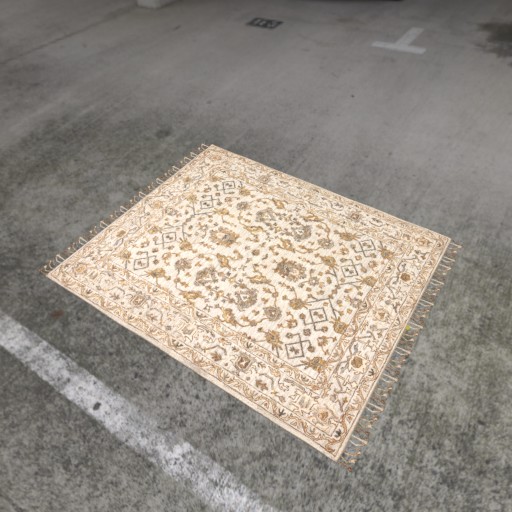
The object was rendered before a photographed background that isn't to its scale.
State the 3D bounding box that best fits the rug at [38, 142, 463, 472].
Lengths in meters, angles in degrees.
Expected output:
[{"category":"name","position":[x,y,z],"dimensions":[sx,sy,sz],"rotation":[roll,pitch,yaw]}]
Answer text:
[{"category":"rug","position":[0.000,0.000,4.031],"dimensions":[3.061,0.034,2.426],"rotation":[26,53,22]}]
